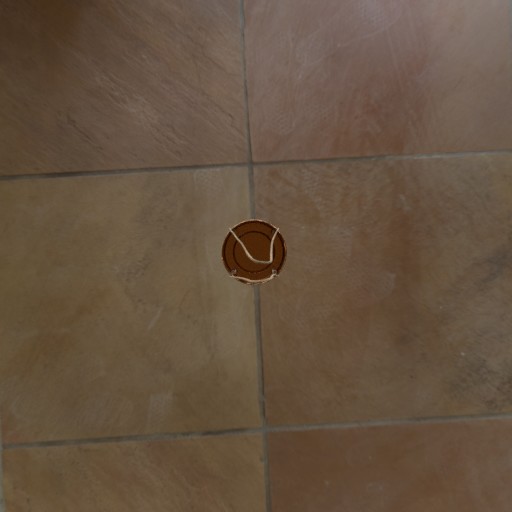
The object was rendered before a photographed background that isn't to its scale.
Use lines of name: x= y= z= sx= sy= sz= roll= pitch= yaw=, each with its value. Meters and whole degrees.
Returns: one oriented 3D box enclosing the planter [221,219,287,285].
planter: x=0.000 y=0.000 z=1.108 sx=0.223 sy=1.030 sz=0.223 roll=0 pitch=92 yaw=-1
